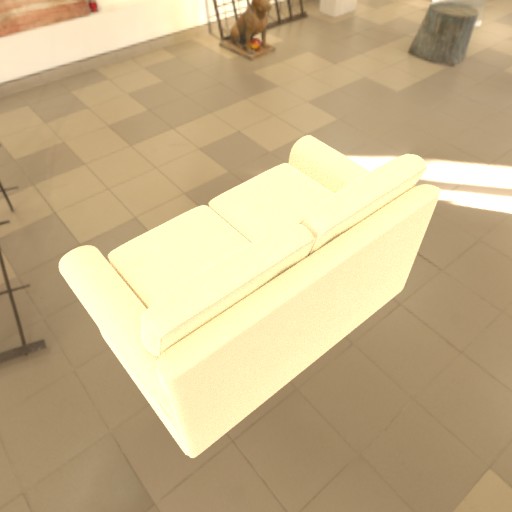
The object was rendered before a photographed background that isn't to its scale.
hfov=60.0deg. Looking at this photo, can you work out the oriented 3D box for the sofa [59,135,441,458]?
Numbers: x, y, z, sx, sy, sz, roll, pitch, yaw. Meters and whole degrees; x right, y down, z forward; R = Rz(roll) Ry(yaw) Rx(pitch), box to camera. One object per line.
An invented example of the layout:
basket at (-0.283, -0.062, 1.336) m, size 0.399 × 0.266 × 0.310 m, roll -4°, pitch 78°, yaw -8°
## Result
sofa at (0.000, 0.000, 2.372) m, size 1.727 × 0.940 × 0.991 m, roll -32°, pitch 55°, yaw -26°
